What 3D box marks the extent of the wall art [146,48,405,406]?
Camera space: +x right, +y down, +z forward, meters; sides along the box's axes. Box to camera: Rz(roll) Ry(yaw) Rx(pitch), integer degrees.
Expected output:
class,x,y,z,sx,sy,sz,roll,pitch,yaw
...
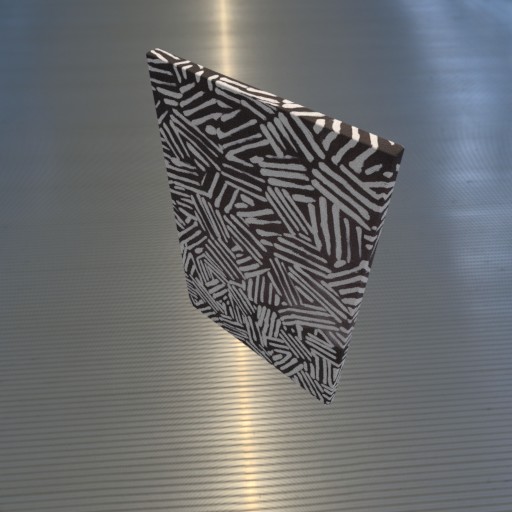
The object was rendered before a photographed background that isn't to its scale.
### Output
class,x,y,z,sx,sy,sz,roll,pitch,yaw
wall art,0.000,0.000,1.187,0.615,0.918,0.035,32,54,26
